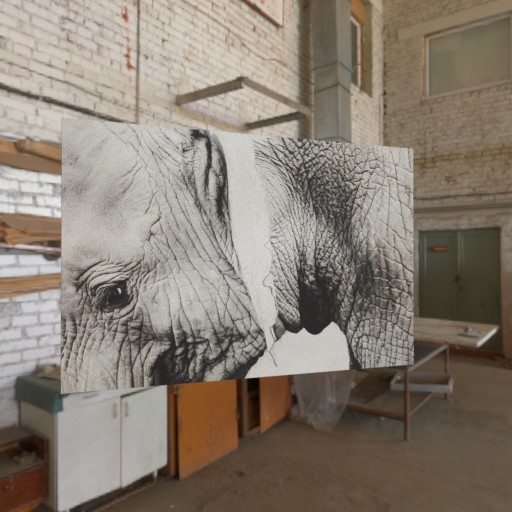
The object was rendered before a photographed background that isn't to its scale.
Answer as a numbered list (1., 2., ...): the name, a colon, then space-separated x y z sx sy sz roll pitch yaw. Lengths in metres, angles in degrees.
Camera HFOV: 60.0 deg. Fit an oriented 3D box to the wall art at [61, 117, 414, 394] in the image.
1. wall art: 0.000 0.000 0.761 0.613 0.407 0.035 0 0 -17
